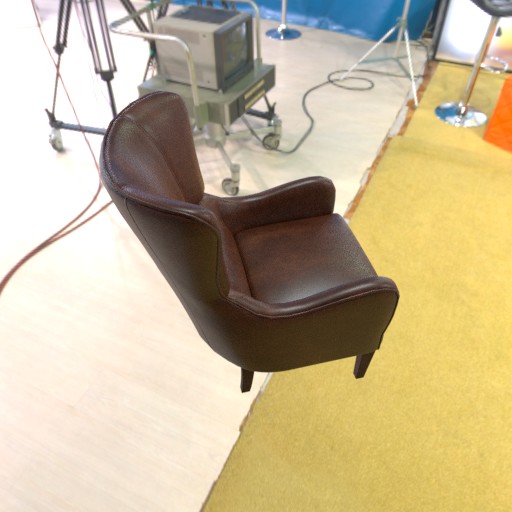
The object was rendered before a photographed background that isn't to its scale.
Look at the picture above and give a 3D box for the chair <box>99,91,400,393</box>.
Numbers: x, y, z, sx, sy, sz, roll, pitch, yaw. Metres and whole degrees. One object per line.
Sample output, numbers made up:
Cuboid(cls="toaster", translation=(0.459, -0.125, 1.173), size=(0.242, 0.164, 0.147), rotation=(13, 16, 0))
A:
Cuboid(cls="chair", translation=(0.000, 0.000, 1.668), size=(0.914, 1.048, 0.692), rotation=(-10, 46, -9))
